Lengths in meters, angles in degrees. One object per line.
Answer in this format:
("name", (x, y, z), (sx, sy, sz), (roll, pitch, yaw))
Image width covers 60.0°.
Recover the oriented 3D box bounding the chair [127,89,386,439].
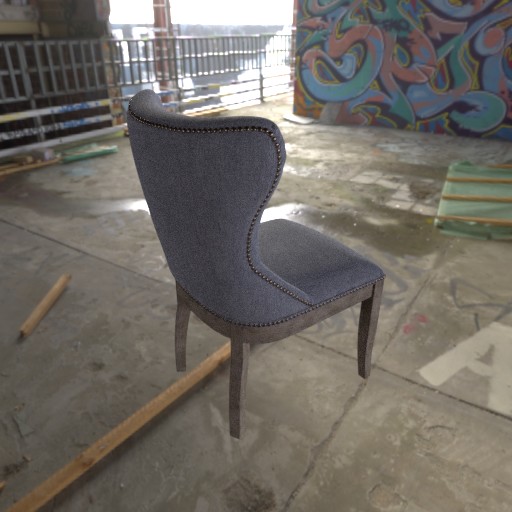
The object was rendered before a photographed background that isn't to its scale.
("chair", (0.000, 0.000, 1.448), (0.681, 1.002, 0.654), (-19, 33, -32))
